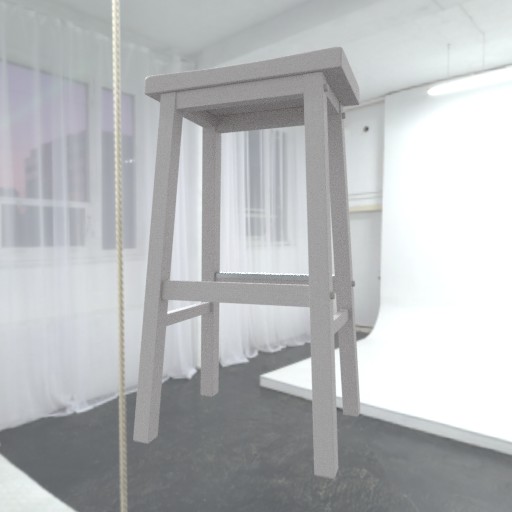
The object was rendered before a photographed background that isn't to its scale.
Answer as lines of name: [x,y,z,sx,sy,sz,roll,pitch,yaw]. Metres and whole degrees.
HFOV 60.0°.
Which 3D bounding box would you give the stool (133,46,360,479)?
stool: [0.000,0.000,0.958,0.406,0.742,0.322,1,2,21]
